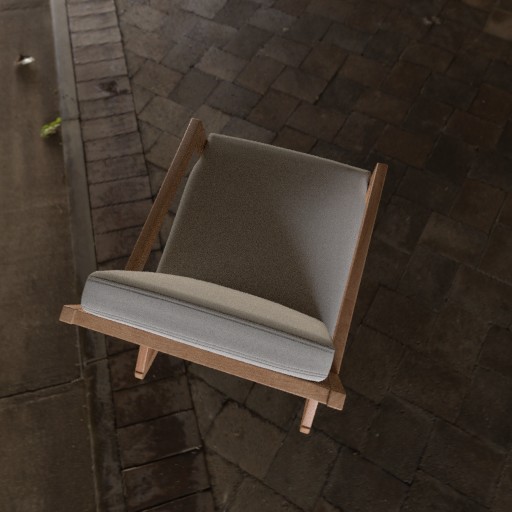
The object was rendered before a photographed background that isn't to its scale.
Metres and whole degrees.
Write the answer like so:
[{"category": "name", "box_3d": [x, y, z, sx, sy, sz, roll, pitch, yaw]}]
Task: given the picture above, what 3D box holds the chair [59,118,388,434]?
[{"category": "chair", "box_3d": [0.000, 0.000, 1.384, 0.622, 0.790, 0.857, 16, 64, 8]}]
